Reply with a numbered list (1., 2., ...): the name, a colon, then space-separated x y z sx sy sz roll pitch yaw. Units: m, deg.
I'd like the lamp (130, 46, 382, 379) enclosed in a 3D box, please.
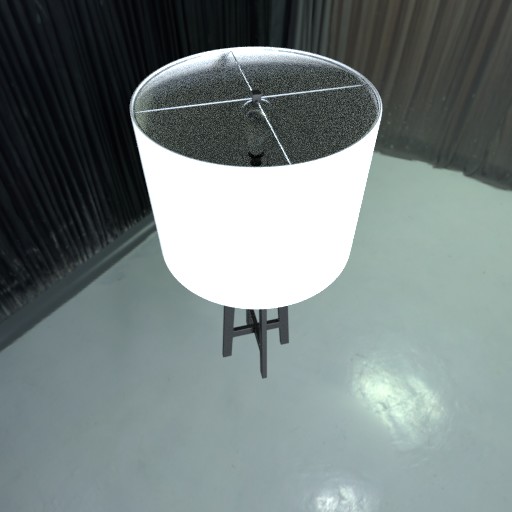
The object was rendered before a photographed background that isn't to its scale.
1. lamp: 0.000 0.000 0.634 0.257 0.489 0.257 23 51 21
